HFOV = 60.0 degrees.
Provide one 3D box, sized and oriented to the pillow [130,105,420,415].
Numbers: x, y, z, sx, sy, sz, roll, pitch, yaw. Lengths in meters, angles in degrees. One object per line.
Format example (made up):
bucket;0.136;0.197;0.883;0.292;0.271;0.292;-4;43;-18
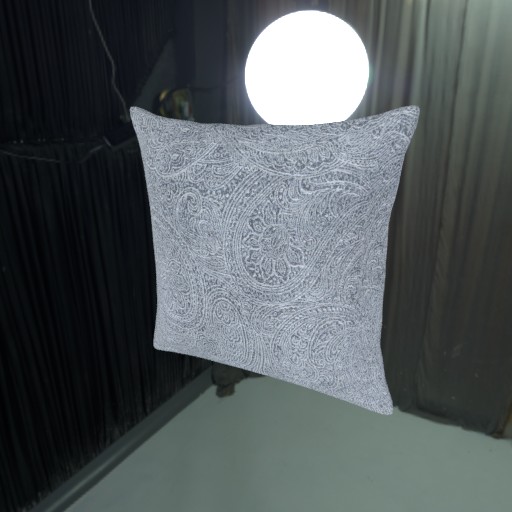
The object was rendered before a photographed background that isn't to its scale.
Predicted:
pillow;0.000;0.000;0.795;0.523;0.510;0.166;9;20;26
